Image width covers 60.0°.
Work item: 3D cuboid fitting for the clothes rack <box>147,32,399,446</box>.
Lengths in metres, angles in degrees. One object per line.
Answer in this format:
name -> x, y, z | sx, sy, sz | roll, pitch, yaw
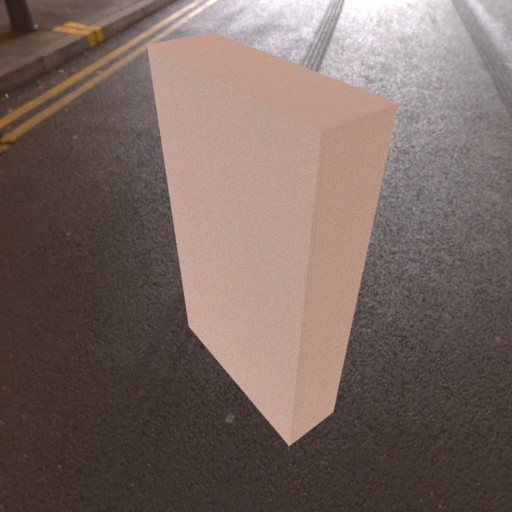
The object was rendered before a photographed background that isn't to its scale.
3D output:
clothes rack -> 0.000, 0.000, 1.570 | 0.250, 1.280, 0.750 | -26, 47, -27
